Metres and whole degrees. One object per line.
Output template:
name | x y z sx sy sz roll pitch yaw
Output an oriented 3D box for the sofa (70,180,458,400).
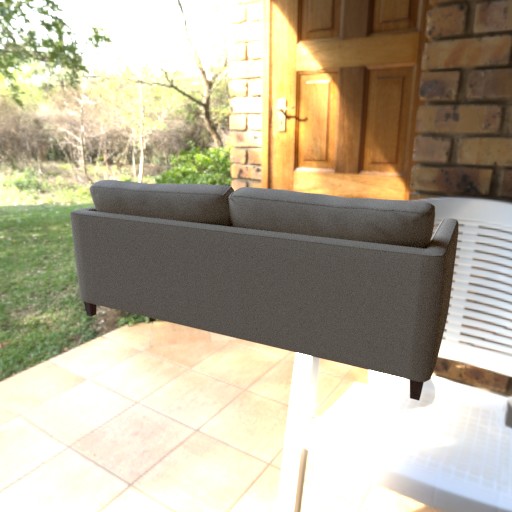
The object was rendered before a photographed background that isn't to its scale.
sofa | 0.000 0.000 2.919 2.361 0.968 0.951 8 18 26
